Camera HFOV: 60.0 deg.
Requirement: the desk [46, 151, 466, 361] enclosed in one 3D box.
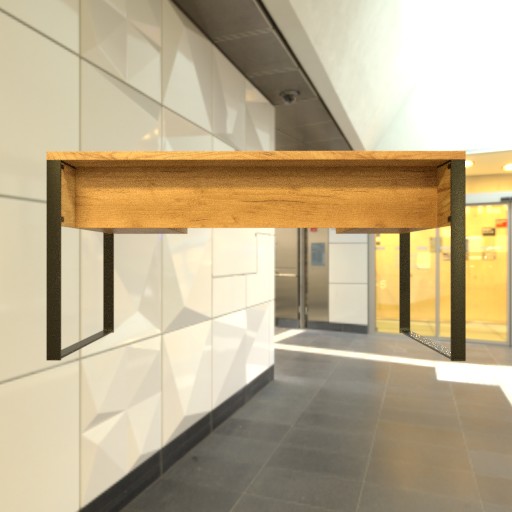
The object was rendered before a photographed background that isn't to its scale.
[{"bbox_3d":[0.000,0.000,1.906,1.520,0.760,0.600,0,0,0],"label":"desk"}]
